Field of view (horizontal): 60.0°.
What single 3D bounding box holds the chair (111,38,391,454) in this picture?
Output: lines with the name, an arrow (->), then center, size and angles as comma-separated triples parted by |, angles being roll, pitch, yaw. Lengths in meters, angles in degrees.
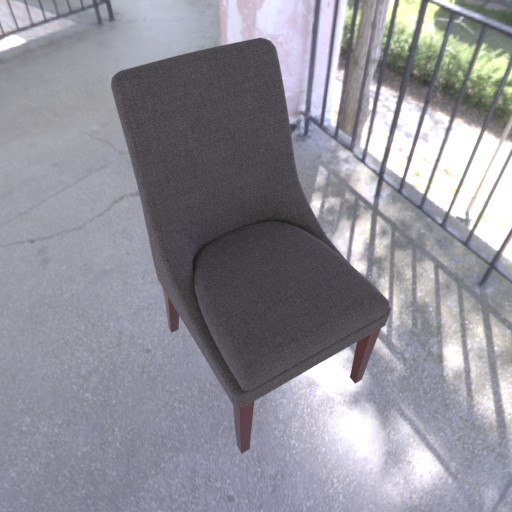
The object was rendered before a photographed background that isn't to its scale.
chair -> 0.000, 0.000, 1.290 | 0.508, 0.952, 0.655 | -24, 51, -21
